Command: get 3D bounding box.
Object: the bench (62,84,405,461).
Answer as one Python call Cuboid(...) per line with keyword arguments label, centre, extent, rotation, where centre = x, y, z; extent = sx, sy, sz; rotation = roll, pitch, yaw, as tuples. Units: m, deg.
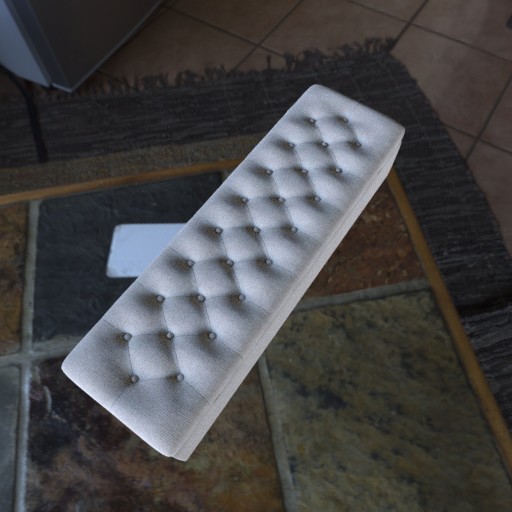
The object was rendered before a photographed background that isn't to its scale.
Cuboid(label="bench", centre=(0.000, 0.000, 1.732), extent=(0.455, 0.467, 1.480), rotation=(32, 67, 15))
